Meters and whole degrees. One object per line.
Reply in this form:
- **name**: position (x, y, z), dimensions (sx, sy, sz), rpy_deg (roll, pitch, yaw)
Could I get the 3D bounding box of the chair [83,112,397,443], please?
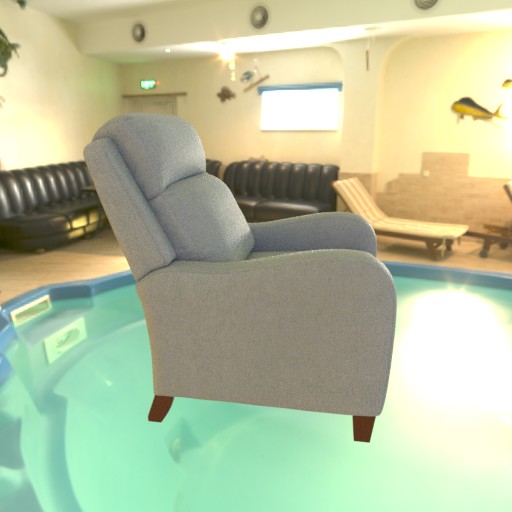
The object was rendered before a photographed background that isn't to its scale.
- **chair**: position (0.000, 0.000, 1.741), dimensions (0.988, 1.067, 0.785), rpy_deg (3, 16, 9)
